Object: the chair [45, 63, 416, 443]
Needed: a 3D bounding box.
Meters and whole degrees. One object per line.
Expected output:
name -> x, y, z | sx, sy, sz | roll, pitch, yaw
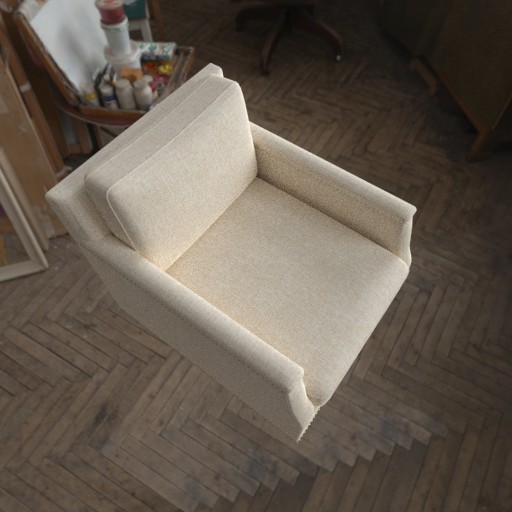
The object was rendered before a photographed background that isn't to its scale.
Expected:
chair -> 0.000, 0.000, 1.744 | 1.041, 0.940, 0.838 | 32, 64, 18
